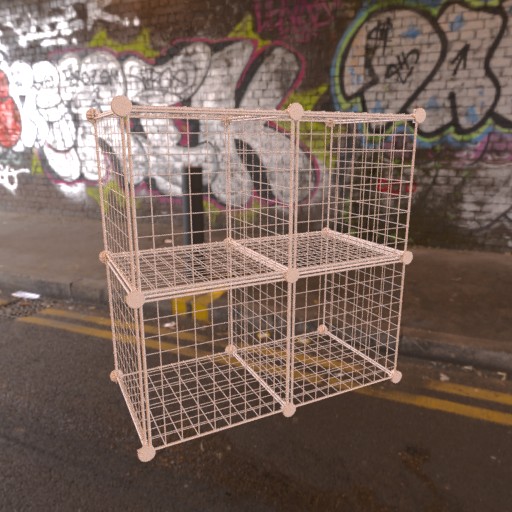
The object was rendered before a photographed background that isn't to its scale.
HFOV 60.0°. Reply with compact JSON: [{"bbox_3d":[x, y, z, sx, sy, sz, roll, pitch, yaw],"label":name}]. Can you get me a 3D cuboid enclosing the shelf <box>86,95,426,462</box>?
[{"bbox_3d":[0.000,0.000,1.122,0.711,0.711,0.356,-7,16,-26],"label":"shelf"}]
